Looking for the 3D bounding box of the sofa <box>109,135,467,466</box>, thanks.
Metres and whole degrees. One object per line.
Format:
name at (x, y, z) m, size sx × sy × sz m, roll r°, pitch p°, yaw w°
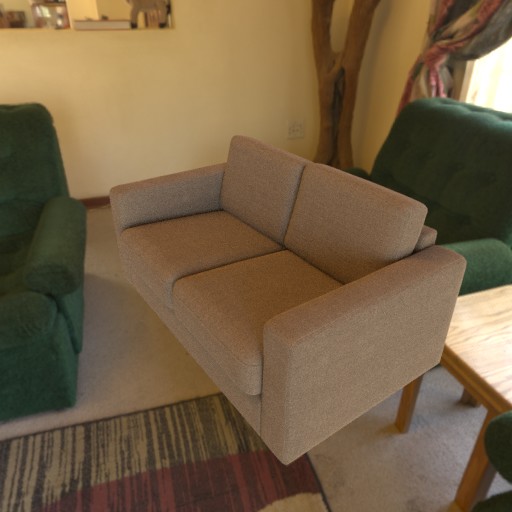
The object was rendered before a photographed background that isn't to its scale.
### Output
sofa at (0.000, 0.000, 2.048) m, size 0.900 × 0.800 × 1.520 m, roll -19°, pitch 35°, yaw -30°
